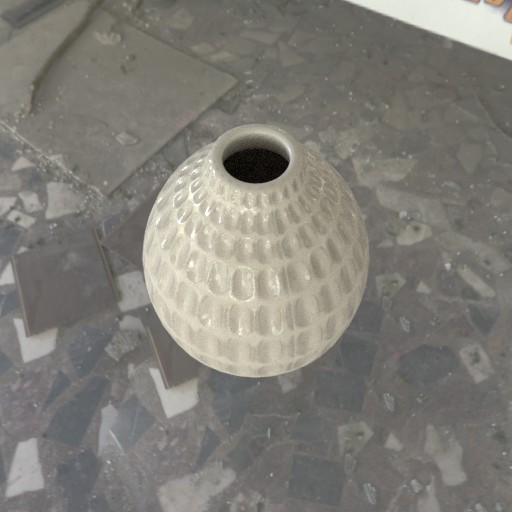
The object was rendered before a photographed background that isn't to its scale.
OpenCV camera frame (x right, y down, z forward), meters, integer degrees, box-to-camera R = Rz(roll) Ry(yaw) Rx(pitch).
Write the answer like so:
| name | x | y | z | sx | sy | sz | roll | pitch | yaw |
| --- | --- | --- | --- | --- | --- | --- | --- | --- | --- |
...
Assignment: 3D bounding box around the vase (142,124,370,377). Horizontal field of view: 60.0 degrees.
| name | x | y | z | sx | sy | sz | roll | pitch | yaw |
| --- | --- | --- | --- | --- | --- | --- | --- | --- | --- |
| vase | 0.000 | 0.000 | 0.256 | 0.128 | 0.167 | 0.128 | 0 | 60 | 0 |
